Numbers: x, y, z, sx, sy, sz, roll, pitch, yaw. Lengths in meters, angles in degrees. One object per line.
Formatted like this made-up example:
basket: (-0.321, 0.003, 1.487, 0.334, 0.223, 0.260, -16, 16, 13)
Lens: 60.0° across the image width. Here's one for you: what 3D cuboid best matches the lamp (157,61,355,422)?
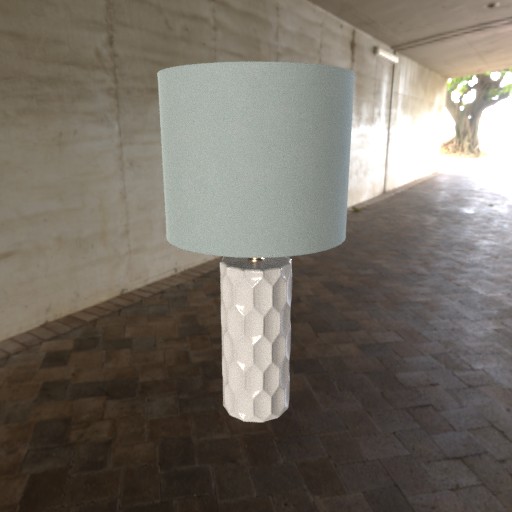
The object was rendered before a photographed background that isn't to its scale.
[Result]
lamp: (0.000, 0.000, 0.705, 0.277, 0.534, 0.277, -7, 17, -24)
